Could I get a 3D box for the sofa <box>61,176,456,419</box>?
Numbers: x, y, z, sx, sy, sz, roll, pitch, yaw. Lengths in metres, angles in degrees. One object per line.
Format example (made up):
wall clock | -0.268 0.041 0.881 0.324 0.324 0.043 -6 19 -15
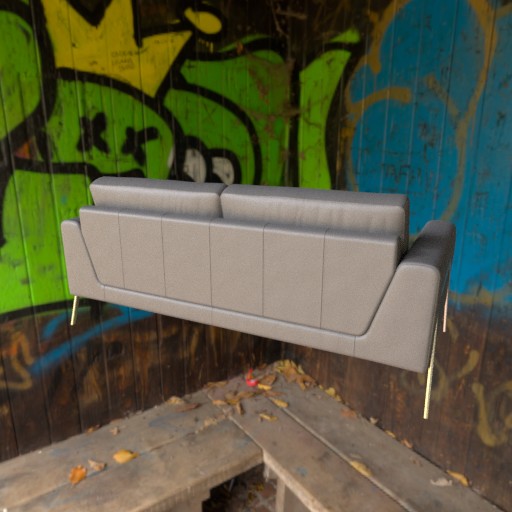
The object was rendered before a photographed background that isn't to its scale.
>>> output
sofa | 0.000 0.000 2.502 2.017 0.875 0.953 8 17 26
